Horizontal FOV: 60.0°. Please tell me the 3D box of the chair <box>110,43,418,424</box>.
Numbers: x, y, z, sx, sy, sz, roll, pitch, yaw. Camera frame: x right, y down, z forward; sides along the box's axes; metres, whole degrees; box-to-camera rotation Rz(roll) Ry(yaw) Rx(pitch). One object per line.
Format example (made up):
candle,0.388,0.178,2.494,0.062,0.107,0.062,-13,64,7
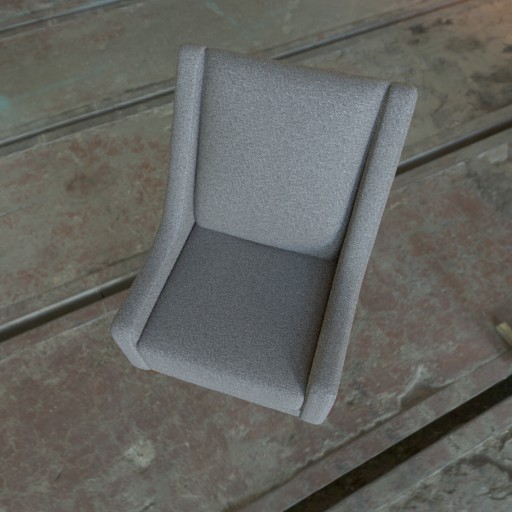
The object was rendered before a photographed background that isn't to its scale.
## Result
chair,0.000,0.000,1.575,0.774,1.016,0.870,15,59,9
